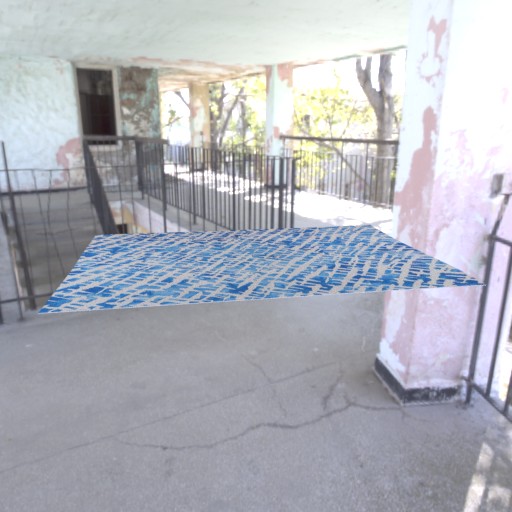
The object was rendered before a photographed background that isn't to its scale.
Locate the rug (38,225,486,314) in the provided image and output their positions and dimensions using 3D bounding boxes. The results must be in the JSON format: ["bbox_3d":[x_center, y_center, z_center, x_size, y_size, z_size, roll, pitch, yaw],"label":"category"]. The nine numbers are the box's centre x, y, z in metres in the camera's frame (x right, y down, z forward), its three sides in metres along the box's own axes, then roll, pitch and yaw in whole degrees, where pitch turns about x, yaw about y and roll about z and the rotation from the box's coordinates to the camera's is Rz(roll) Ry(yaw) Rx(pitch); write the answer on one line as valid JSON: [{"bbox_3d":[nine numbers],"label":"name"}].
[{"bbox_3d":[0.000,0.000,2.346,1.830,0.011,1.209,-3,17,-9],"label":"rug"}]
